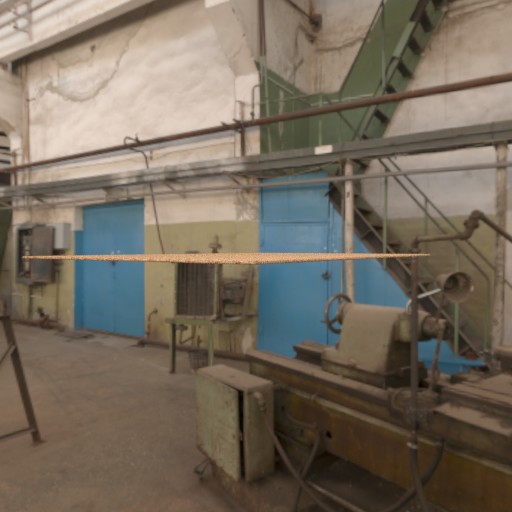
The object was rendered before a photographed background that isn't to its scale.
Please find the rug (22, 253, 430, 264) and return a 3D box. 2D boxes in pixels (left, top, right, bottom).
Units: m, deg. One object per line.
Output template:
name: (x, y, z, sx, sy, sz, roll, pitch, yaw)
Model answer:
rug: (0.000, 0.000, 2.765, 1.566, 0.013, 2.141, 1, 1, 36)
